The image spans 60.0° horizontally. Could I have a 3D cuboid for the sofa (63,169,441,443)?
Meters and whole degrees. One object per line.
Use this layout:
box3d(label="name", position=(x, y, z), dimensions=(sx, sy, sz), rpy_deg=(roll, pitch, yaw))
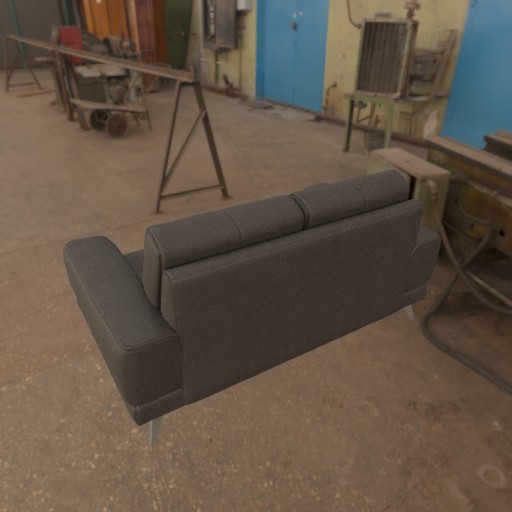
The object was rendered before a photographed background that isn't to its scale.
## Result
box3d(label="sofa", position=(0.000, 0.000, 2.392), dimensions=(1.806, 0.907, 1.018), rpy_deg=(-17, 33, -27))
